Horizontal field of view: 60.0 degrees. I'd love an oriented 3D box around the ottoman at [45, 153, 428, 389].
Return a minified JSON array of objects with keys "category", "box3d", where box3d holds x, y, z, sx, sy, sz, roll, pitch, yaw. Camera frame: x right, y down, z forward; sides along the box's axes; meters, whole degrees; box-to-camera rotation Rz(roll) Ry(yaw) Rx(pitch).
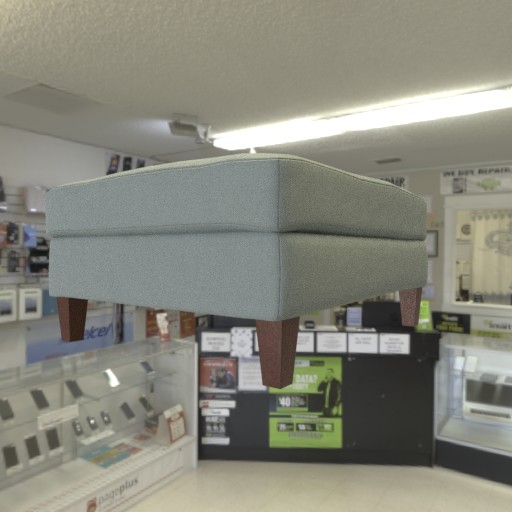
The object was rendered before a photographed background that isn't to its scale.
[{"category":"ottoman","box3d":[0.000,0.000,1.436,0.842,0.494,0.991,1,1,36]}]
